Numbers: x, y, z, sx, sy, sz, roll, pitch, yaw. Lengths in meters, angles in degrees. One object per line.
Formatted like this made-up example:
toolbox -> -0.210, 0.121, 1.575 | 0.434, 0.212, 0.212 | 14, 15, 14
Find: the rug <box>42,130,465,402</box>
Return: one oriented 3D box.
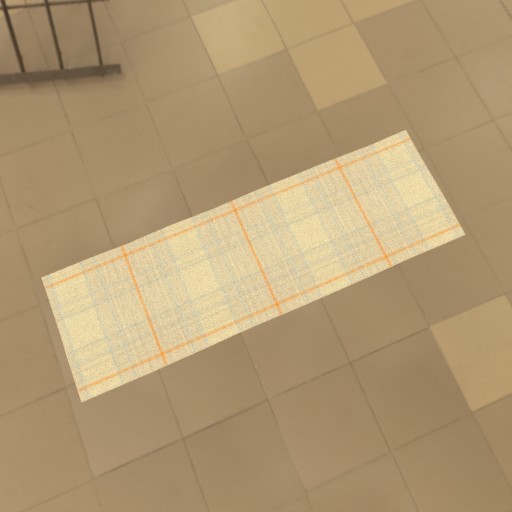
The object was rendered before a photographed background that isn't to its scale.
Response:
rug -> 0.000, 0.000, 2.661 | 2.442, 0.016, 0.770 | -23, 77, -5
